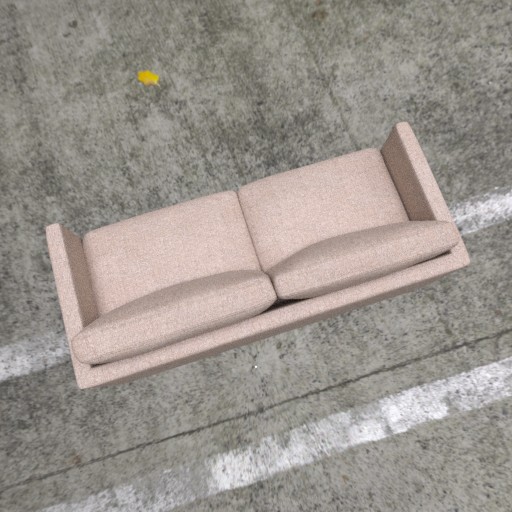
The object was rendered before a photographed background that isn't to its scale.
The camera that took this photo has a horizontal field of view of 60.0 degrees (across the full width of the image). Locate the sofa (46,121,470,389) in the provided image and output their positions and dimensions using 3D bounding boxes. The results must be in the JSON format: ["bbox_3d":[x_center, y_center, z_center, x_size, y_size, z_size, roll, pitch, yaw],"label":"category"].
[{"bbox_3d":[0.000,0.000,2.699,2.208,0.965,0.951,-17,77,-4],"label":"sofa"}]
